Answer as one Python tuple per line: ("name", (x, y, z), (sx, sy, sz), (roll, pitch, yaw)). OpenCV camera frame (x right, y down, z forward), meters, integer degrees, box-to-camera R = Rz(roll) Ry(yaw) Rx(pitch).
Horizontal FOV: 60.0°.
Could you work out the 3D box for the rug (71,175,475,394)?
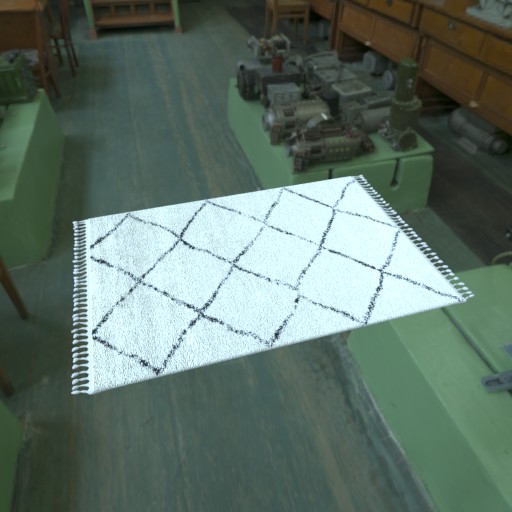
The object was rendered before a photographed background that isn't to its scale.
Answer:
("rug", (0.000, 0.000, 2.902), (2.307, 0.031, 1.494), (-11, 42, -13))
